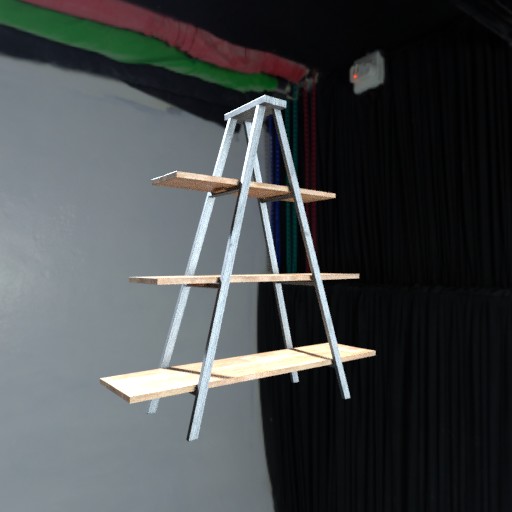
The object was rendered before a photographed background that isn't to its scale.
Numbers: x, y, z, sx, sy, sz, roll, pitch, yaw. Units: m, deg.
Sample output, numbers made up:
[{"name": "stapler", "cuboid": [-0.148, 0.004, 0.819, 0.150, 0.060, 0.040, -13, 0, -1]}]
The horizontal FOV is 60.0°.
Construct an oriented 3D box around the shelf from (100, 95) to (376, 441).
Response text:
[{"name": "shelf", "cuboid": [0.000, 0.000, 2.705, 1.746, 1.808, 0.508, 1, -1, -37]}]
